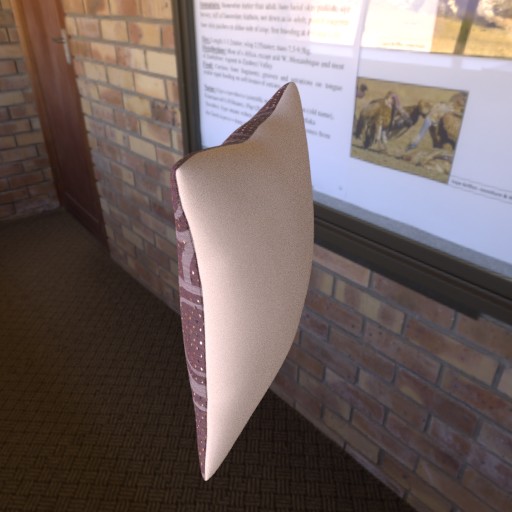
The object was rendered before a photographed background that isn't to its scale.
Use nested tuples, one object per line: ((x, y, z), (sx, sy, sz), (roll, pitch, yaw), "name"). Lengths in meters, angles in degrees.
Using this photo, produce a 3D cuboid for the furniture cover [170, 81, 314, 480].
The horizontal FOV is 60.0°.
((0.000, 0.000, 0.790), (0.193, 0.509, 0.552), (8, 31, 14), "furniture cover")
